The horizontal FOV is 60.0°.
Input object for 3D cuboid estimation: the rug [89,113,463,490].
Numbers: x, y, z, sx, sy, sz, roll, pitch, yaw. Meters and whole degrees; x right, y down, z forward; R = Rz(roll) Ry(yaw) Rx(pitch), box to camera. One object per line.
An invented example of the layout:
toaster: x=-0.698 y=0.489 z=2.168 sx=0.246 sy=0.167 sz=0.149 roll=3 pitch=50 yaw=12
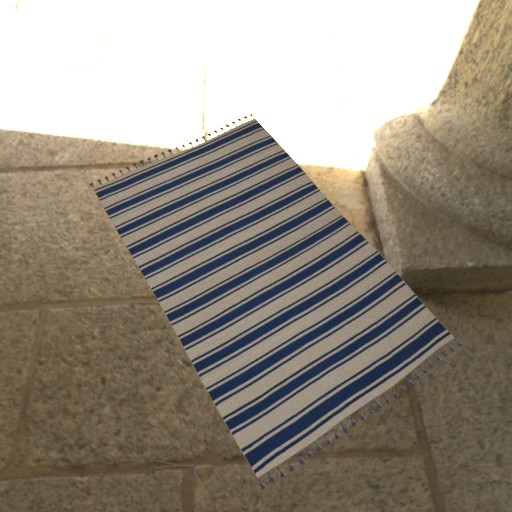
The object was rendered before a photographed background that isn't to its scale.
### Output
rug: x=0.000 y=0.000 z=2.585 sx=1.248 sy=0.009 sz=2.108 roll=-28 pitch=63 yaw=-16
